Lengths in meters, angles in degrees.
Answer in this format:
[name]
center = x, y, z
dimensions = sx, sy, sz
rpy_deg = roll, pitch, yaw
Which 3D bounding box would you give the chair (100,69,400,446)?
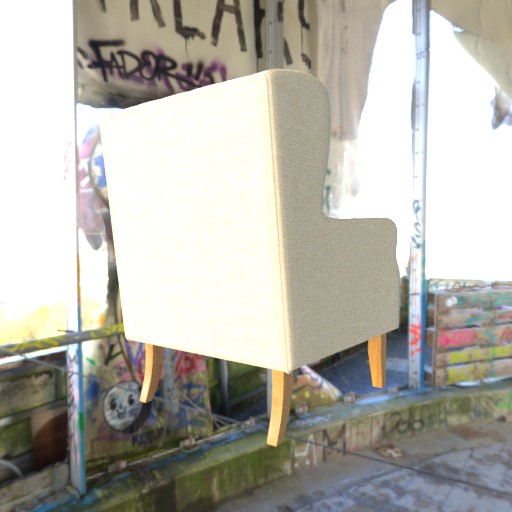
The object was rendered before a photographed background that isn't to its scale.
[chair]
center = 0.000, 0.000, 1.465
dimensions = 0.710, 0.930, 0.760
rpy_deg = 2, 3, 36
